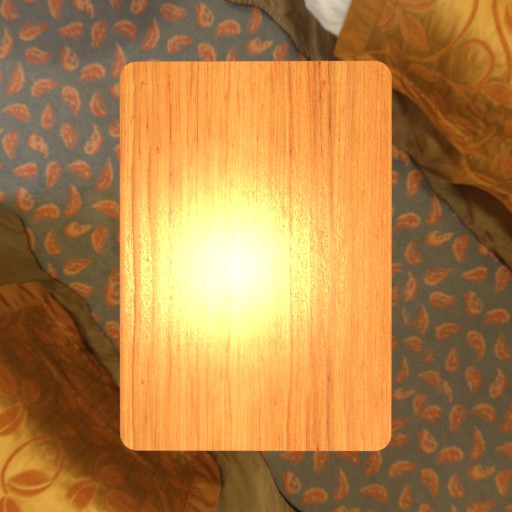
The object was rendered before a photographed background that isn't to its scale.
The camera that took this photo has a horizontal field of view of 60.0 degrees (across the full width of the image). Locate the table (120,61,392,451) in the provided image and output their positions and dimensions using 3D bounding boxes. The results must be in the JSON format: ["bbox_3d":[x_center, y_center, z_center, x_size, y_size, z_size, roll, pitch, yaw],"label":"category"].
[{"bbox_3d":[0.000,0.000,1.355,0.696,0.445,0.997,0,90,0],"label":"table"}]
